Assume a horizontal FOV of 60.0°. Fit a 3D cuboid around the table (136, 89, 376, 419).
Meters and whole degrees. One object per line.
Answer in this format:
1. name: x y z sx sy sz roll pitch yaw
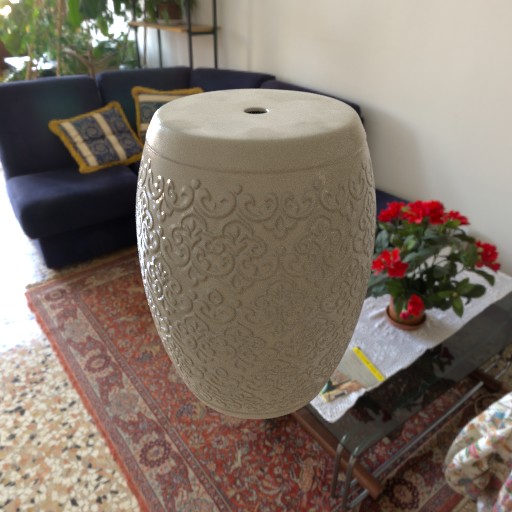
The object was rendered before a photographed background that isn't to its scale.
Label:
1. table: 0.000 0.000 0.611 0.309 0.397 0.309 0 32 0
